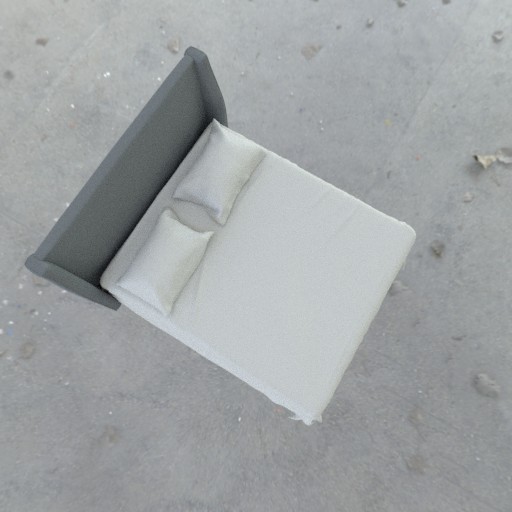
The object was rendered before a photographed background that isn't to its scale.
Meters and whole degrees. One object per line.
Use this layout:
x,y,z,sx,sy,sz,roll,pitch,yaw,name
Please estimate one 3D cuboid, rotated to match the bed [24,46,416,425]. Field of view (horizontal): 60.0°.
0.000,0.000,3.442,2.276,1.332,1.925,30,77,8,bed
